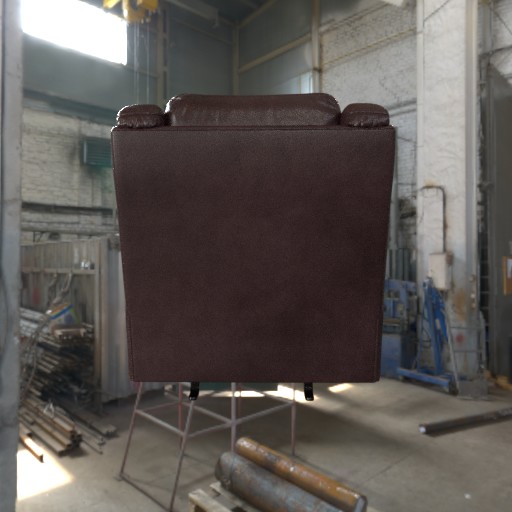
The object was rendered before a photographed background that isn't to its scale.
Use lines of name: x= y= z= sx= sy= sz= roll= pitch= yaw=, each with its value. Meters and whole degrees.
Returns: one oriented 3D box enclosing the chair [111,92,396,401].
chair: x=0.000 y=0.000 z=1.903 sx=0.990 sy=1.093 sz=1.041 roll=0 pitch=-1 yaw=1
